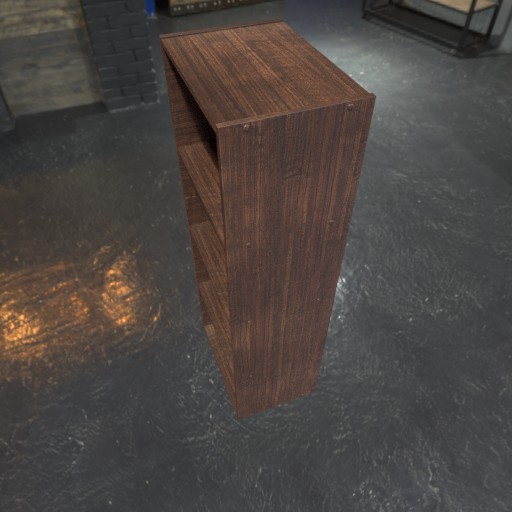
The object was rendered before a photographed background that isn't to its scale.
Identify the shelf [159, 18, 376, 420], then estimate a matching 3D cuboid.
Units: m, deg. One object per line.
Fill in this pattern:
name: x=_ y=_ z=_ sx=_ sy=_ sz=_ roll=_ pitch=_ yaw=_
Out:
shelf: x=0.000 y=0.000 z=1.264 sx=0.290 sy=1.099 sz=0.415 roll=-16 pitch=49 yaw=-15
